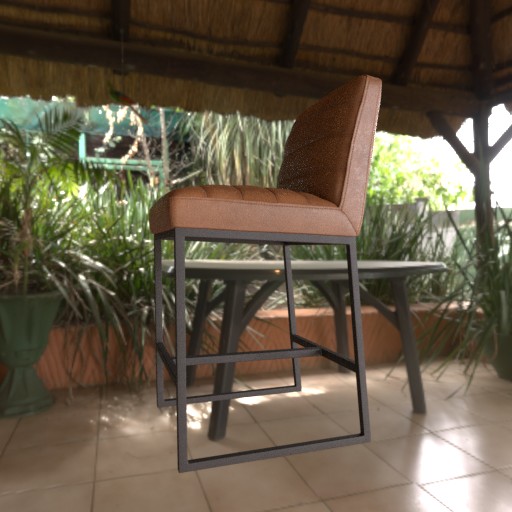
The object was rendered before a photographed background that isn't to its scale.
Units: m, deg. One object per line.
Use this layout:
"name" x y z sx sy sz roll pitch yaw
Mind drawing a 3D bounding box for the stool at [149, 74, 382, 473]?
"stool" 0.000 0.000 1.248 0.556 0.940 0.458 0 1 -19
